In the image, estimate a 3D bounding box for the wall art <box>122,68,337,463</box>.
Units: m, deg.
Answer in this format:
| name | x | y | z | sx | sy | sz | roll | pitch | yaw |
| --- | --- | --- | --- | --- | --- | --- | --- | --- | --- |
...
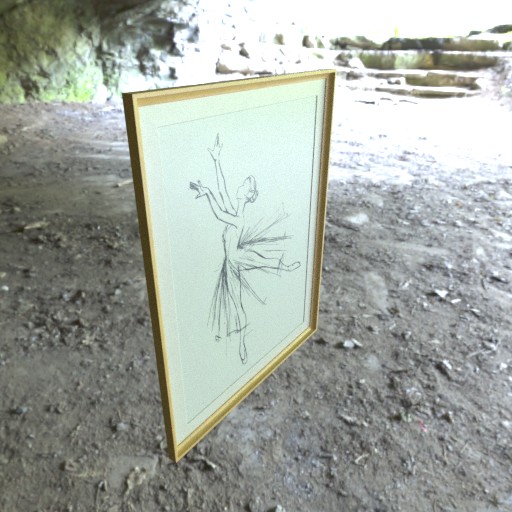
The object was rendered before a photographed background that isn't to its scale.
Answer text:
| name | x | y | z | sx | sy | sz | roll | pitch | yaw |
| --- | --- | --- | --- | --- | --- | --- | --- | --- | --- |
| wall art | 0.000 | 0.000 | 1.337 | 0.030 | 1.002 | 0.798 | 19 | 32 | 33 |
